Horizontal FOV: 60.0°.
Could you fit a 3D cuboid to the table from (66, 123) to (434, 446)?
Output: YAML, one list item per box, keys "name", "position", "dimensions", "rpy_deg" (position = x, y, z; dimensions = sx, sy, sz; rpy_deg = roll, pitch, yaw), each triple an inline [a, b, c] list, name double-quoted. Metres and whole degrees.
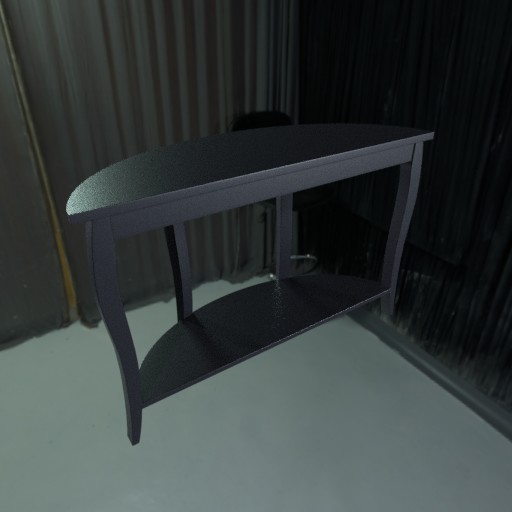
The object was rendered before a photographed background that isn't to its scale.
- name: "table"
  position: [0.000, 0.000, 1.567]
  dimensions: [1.219, 0.780, 0.394]
  rpy_deg: [-19, 35, -29]
